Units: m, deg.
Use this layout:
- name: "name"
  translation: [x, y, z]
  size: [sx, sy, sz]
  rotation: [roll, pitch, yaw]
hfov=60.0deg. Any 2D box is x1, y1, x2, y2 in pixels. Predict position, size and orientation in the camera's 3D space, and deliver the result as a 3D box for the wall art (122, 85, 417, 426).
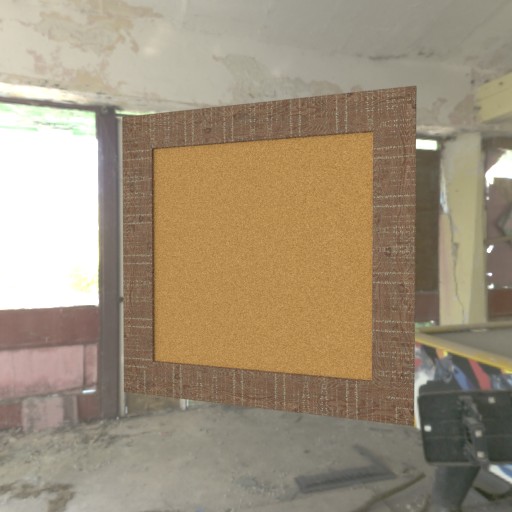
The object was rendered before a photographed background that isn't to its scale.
- name: "wall art"
  translation: [0.000, 0.000, 0.786]
  size: [0.531, 0.531, 0.029]
  rotation: [0, 1, 18]
